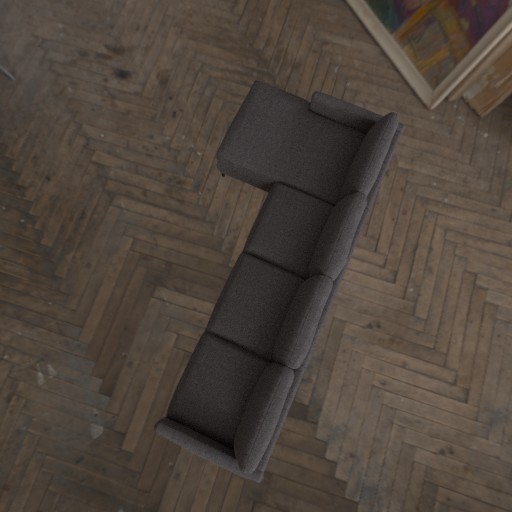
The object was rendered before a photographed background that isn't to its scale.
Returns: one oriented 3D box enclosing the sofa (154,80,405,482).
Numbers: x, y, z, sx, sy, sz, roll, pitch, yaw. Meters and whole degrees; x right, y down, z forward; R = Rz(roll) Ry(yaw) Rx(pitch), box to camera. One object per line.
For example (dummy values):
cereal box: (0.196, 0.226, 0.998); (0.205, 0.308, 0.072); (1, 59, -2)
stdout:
sofa: (0.000, 0.000, 3.235); (1.258, 0.754, 2.731); (23, 76, 6)
